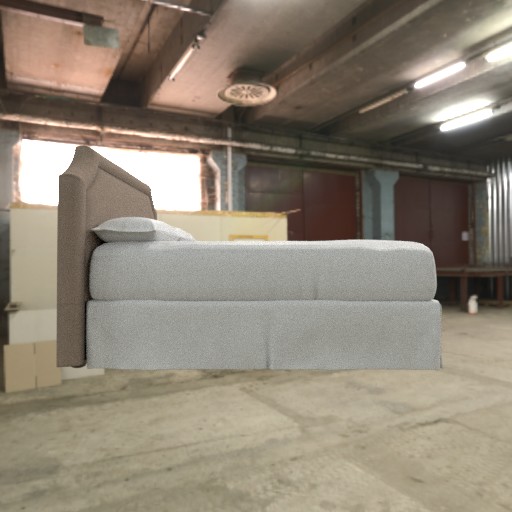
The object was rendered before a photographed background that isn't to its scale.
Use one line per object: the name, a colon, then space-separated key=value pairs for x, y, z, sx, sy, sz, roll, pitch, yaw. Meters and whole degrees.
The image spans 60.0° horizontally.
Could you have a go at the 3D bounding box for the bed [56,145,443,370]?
bed: x=0.000 y=0.000 z=3.289 sx=2.164 sy=1.303 sz=1.828 roll=0 pitch=-1 yaw=1
